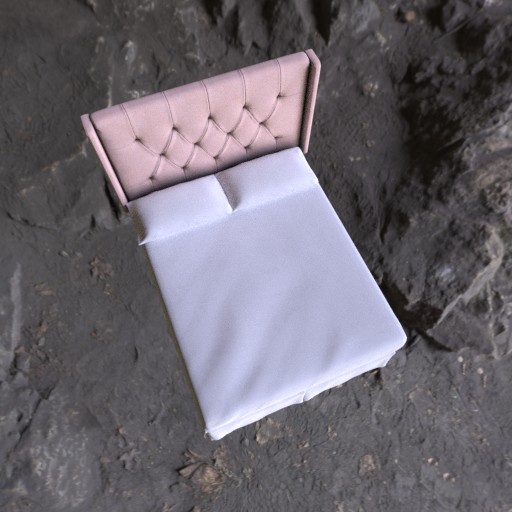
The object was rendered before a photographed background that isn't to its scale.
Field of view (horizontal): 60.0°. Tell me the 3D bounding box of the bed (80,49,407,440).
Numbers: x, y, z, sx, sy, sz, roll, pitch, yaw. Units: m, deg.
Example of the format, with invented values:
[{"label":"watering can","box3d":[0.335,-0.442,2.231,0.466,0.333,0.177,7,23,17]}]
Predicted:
[{"label":"bed","box3d":[0.000,0.000,3.370,1.719,1.665,2.066,-20,65,-10]}]
